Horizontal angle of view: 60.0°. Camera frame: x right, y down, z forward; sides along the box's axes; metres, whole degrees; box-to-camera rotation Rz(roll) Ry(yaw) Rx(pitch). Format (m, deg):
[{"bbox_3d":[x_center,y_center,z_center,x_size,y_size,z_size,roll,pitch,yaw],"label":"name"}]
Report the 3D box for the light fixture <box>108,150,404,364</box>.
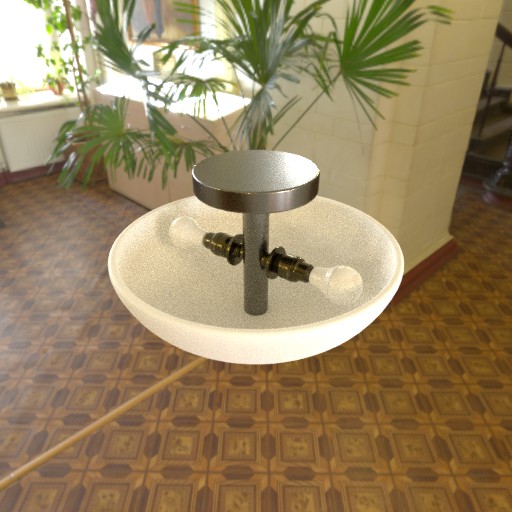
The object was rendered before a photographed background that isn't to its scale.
[{"bbox_3d":[0.000,0.000,0.522,0.330,0.214,0.330,0,30,0],"label":"light fixture"}]
